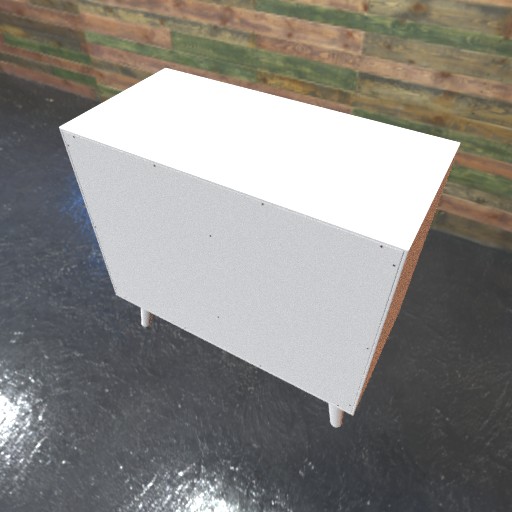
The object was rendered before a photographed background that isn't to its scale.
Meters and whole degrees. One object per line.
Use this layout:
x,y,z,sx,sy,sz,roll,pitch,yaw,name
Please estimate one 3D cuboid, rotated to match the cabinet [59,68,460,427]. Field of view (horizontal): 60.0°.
0.000,0.000,1.248,0.800,0.761,0.398,22,49,21,cabinet
